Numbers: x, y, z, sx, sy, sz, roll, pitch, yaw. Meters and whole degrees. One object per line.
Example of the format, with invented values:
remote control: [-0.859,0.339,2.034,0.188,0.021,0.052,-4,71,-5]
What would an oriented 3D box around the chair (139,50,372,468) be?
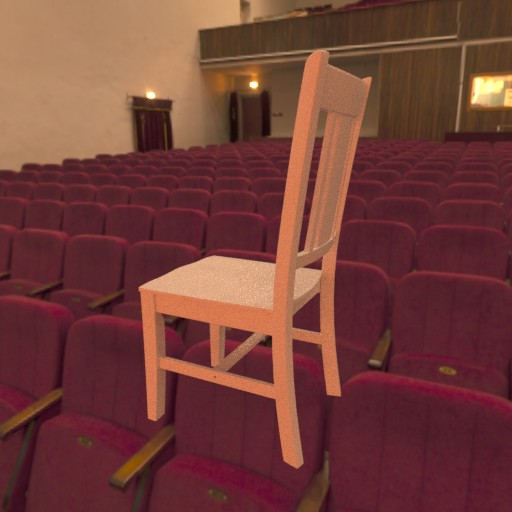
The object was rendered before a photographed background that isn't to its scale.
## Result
chair: [0.000,0.000,1.297,0.555,0.998,0.450,7,16,25]
